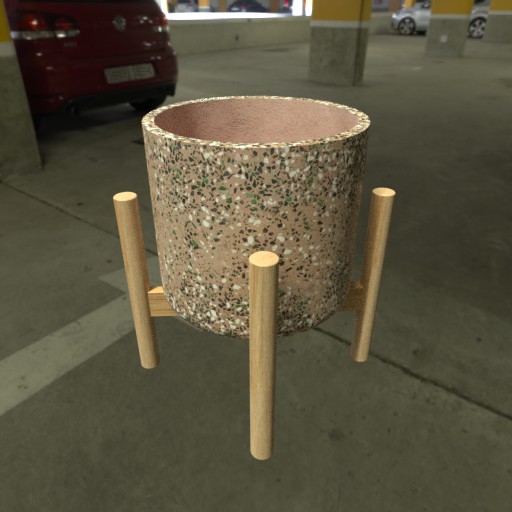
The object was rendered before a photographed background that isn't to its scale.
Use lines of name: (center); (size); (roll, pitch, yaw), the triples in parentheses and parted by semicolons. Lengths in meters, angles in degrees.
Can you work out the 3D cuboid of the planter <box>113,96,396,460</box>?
planter: (0.000, 0.000, 0.520); (0.284, 0.320, 0.284); (10, 31, 17)
